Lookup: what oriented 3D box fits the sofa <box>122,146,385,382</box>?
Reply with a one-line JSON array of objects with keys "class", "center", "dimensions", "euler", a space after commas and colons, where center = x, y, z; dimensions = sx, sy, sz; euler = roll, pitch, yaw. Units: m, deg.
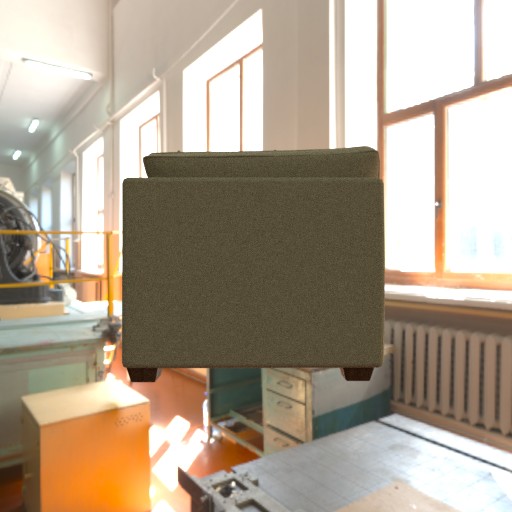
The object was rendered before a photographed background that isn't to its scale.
[{"class": "sofa", "center": [0.000, 0.000, 2.877], "dimensions": [1.110, 1.033, 2.237], "euler": [0, 0, 0]}]
